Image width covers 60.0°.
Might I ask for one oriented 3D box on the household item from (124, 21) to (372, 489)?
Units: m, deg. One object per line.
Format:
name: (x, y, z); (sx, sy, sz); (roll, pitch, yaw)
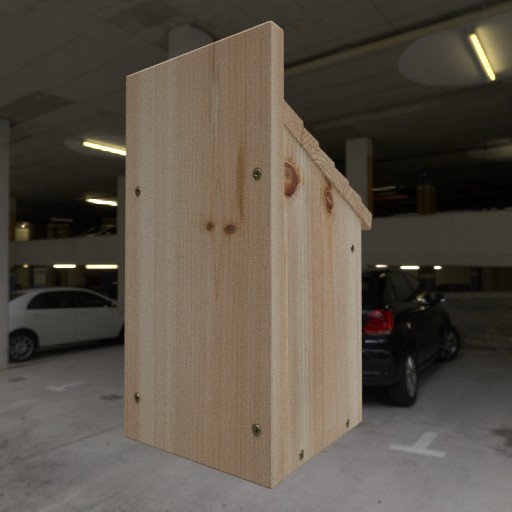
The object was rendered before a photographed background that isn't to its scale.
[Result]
household item: (0.000, 0.000, 0.394); (0.149, 0.300, 0.171); (-1, -1, 36)
